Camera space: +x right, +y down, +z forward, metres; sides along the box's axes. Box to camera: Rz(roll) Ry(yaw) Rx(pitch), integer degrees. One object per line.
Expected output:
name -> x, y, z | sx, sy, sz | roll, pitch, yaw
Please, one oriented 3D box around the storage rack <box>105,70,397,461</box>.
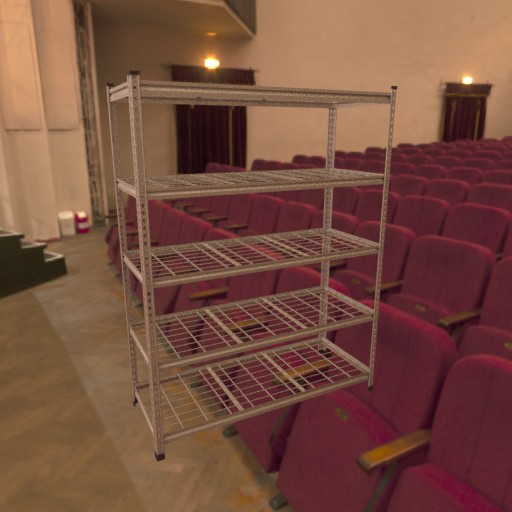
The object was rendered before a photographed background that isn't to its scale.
storage rack -> 0.000, 0.000, 2.739 | 1.524, 1.981, 0.610 | -8, 18, -26
